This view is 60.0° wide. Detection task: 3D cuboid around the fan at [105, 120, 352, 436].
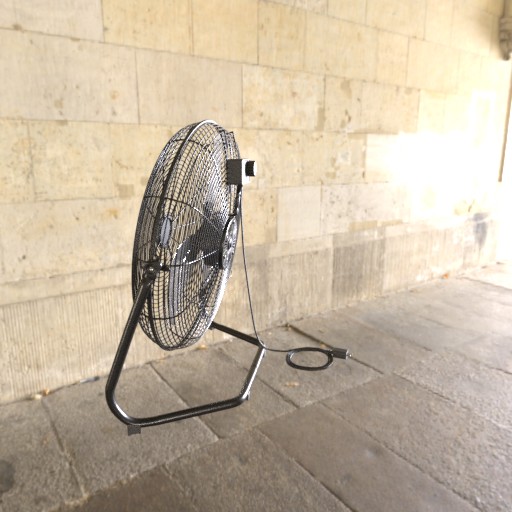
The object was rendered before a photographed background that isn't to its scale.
[{"bbox_3d":[0.000,0.000,1.024,0.470,0.605,0.595,2,13,10],"label":"fan"}]
